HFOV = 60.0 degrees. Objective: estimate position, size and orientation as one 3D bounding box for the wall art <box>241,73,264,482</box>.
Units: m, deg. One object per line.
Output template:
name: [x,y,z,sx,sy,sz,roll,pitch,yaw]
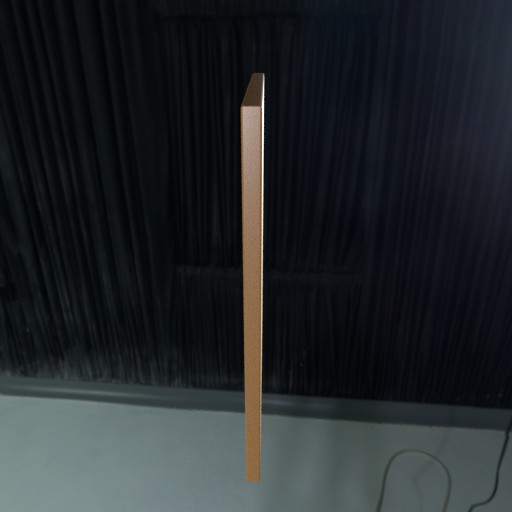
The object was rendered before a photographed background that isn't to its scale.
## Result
wall art: [0.000,0.000,0.522,0.015,0.379,0.310,0,26,1]
